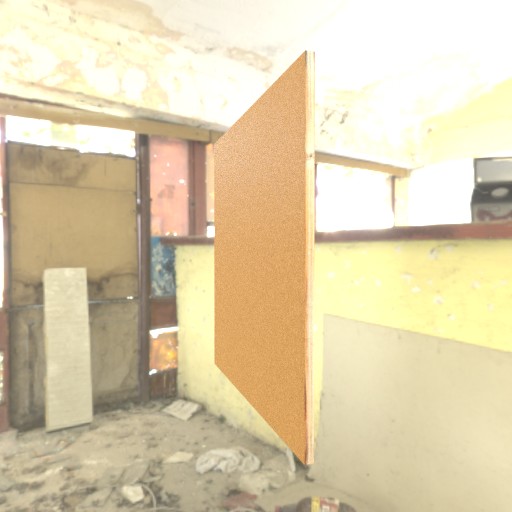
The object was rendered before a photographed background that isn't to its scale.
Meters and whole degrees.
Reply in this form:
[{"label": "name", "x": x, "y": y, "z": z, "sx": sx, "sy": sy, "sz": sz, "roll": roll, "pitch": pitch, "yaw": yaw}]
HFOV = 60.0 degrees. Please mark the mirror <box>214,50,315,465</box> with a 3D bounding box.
[{"label": "mirror", "x": 0.000, "y": 0.000, "z": 1.250, "sx": 0.061, "sy": 0.804, "sz": 0.804, "roll": 0, "pitch": 1, "yaw": -18}]
